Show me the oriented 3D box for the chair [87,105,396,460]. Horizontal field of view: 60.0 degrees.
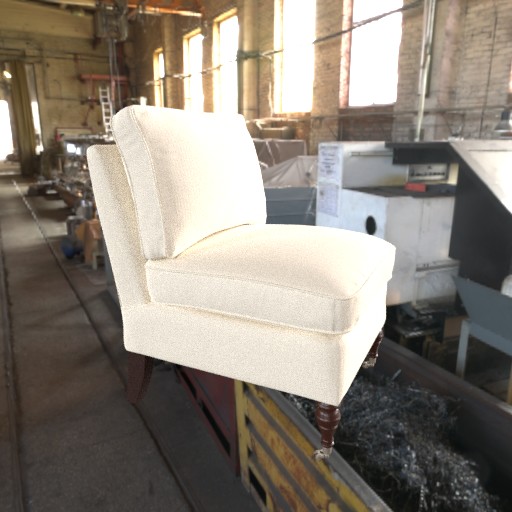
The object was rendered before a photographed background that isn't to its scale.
[{"bbox_3d":[0.000,0.000,1.401,0.781,0.887,0.630,7,17,26],"label":"chair"}]
